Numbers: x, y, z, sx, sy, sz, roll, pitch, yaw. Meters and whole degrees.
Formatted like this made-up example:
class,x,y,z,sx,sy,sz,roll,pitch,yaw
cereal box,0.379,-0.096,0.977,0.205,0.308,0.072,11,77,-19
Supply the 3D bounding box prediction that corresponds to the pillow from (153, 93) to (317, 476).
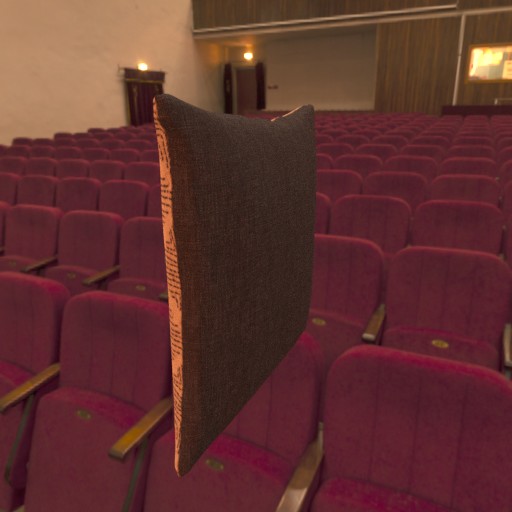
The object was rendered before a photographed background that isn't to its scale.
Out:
class,x,y,z,sx,sy,sz,roll,pitch,yaw
pillow,0.000,0.000,0.767,0.145,0.510,0.510,8,19,24
